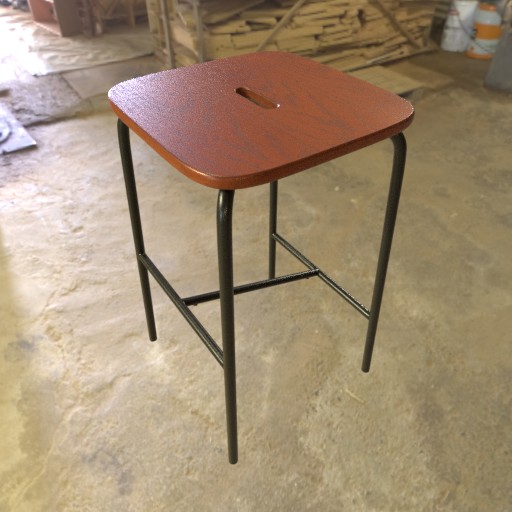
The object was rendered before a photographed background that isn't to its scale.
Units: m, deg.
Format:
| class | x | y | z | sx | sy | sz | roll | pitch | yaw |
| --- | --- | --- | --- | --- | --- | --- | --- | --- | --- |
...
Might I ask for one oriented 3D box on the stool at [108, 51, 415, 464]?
| class | x | y | z | sx | sy | sz | roll | pitch | yaw |
| --- | --- | --- | --- | --- | --- | --- | --- | --- | --- |
| stool | 0.000 | 0.000 | 0.842 | 0.376 | 0.610 | 0.376 | -25 | 47 | -26 |
